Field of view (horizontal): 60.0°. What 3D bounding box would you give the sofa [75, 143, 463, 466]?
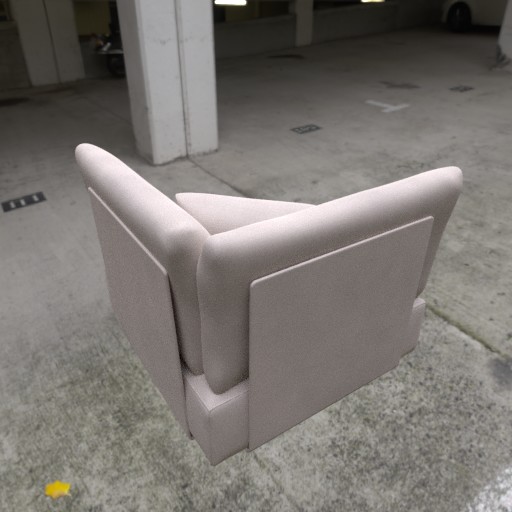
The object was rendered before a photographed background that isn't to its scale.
[{"bbox_3d":[0.000,0.000,1.739,1.000,0.820,1.000,-19,35,-28],"label":"sofa"}]
